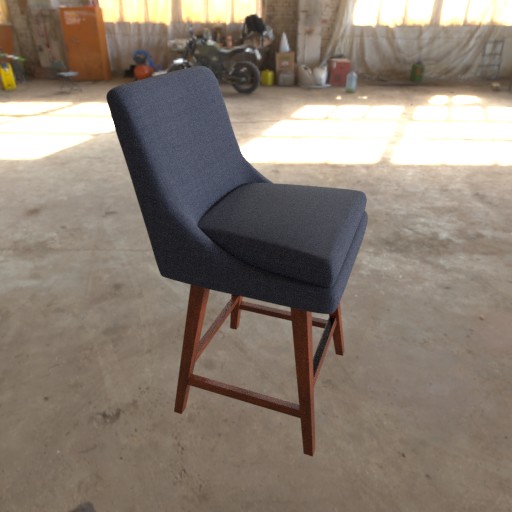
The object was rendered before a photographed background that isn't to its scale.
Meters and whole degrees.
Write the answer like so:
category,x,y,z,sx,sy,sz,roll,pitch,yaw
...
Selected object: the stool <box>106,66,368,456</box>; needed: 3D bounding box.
category,x,y,z,sx,sy,sz,roll,pitch,yaw
stool,0.000,0.000,1.195,0.524,0.895,0.467,11,32,18
